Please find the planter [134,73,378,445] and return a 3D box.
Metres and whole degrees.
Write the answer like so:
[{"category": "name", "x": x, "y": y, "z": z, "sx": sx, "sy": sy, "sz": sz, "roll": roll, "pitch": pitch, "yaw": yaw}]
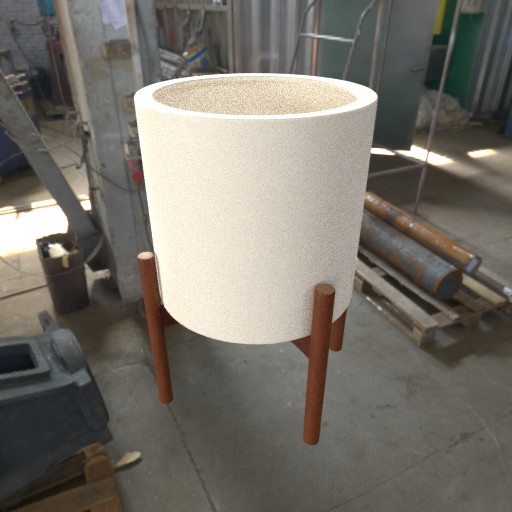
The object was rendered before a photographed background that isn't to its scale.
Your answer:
[{"category": "planter", "x": 0.000, "y": 0.000, "z": 0.947, "sx": 0.417, "sy": 0.670, "sz": 0.417, "roll": 9, "pitch": 32, "yaw": 15}]
